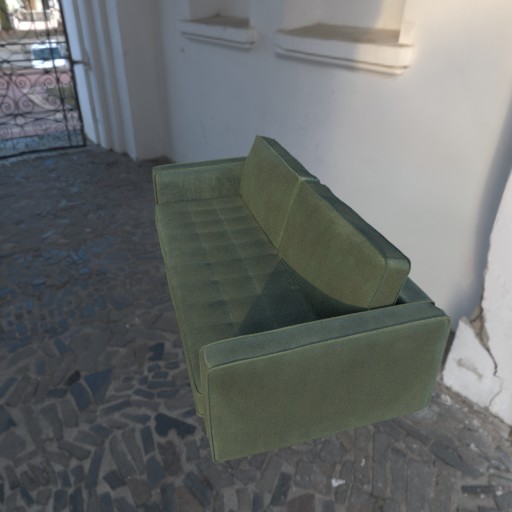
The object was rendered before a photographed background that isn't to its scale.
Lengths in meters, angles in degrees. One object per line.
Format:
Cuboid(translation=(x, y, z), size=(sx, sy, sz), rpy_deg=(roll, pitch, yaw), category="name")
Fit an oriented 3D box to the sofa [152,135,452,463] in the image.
Cuboid(translation=(0.000, 0.000, 2.218), size=(0.886, 0.781, 1.816), rpy_deg=(-9, 32, -14), category="sofa")
